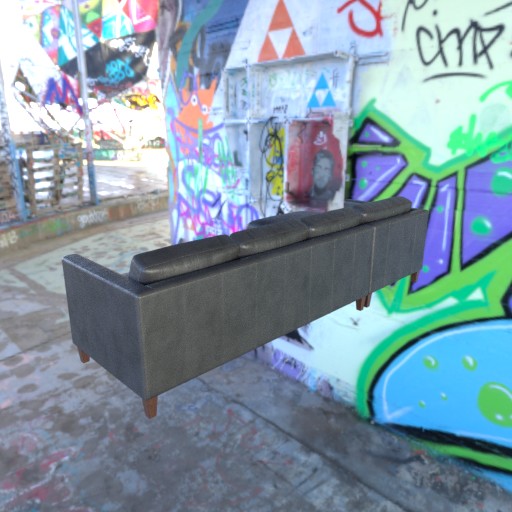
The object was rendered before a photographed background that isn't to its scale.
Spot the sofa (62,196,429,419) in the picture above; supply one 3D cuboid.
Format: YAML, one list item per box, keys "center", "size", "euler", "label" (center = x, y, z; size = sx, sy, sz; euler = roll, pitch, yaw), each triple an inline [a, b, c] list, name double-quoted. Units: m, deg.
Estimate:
- center: [0.000, 0.000, 3.870]
  size: [3.203, 0.883, 1.581]
  euler: [-16, 23, -42]
  label: "sofa"
